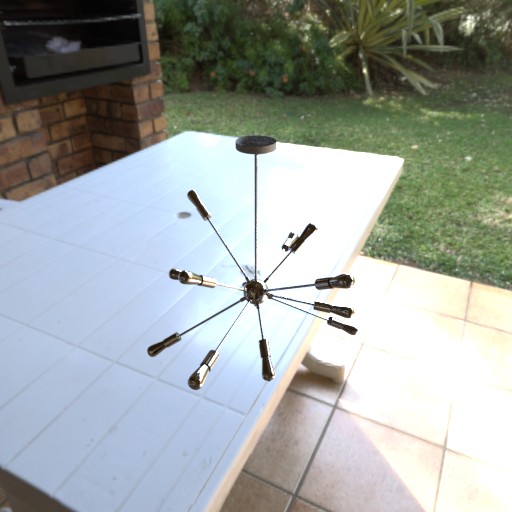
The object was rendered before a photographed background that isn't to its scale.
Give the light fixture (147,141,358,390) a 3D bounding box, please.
[{"bbox_3d":[0.000,0.000,1.070,0.509,0.558,0.684,11,32,18],"label":"light fixture"}]
